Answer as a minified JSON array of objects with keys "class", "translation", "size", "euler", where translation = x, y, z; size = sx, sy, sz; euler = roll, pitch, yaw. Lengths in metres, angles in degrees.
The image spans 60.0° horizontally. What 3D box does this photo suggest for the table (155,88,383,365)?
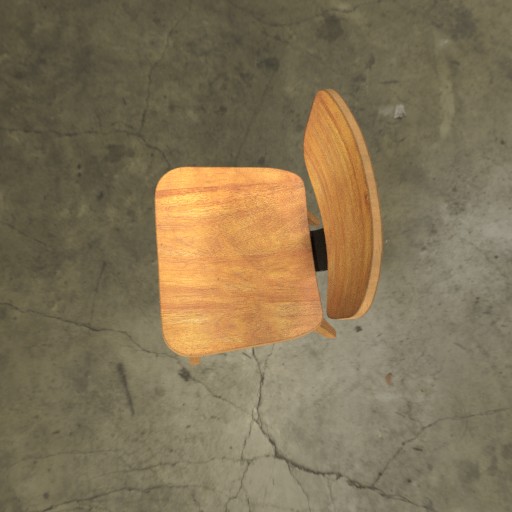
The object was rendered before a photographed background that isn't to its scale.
[{"class":"table","translation":[0.000,0.000,1.145],"size":[0.500,0.805,0.499],"euler":[-6,76,-1]}]
